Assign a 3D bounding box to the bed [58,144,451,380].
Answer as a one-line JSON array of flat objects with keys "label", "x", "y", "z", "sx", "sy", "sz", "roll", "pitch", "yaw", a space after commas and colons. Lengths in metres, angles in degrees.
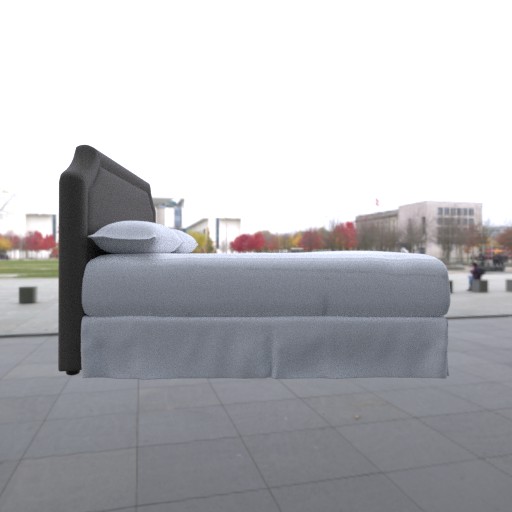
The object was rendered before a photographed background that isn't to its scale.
[{"label": "bed", "x": 0.000, "y": 0.000, "z": 3.859, "sx": 2.536, "sy": 1.561, "sz": 2.194, "roll": 0, "pitch": 0, "yaw": 0}]
